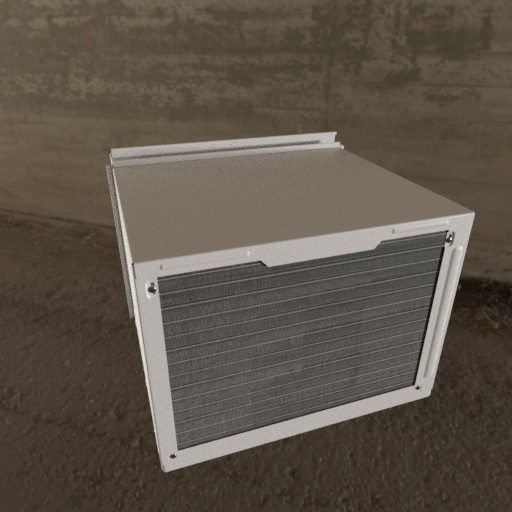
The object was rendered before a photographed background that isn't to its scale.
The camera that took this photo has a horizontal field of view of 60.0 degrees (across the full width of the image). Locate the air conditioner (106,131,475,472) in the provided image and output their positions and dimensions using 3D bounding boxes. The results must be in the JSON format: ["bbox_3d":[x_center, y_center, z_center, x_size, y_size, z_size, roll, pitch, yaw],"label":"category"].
[{"bbox_3d":[0.000,0.000,0.870,0.503,0.388,0.546,-9,29,-17],"label":"air conditioner"}]
